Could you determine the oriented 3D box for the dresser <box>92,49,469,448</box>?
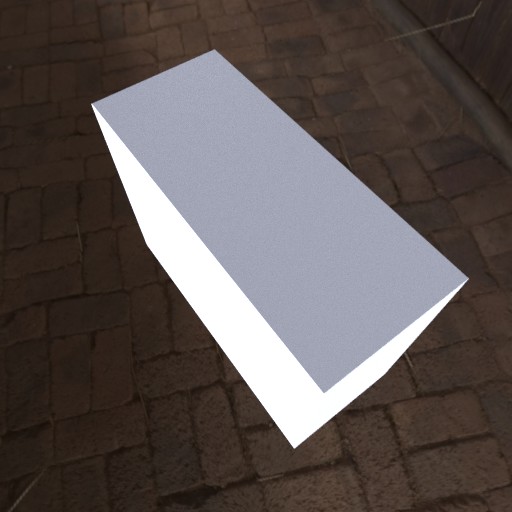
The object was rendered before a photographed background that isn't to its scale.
[{"bbox_3d":[0.000,0.000,1.573,0.460,0.820,1.100,-32,64,-18],"label":"dresser"}]
